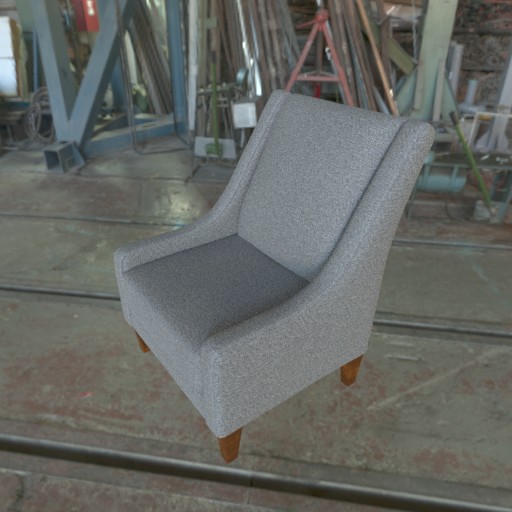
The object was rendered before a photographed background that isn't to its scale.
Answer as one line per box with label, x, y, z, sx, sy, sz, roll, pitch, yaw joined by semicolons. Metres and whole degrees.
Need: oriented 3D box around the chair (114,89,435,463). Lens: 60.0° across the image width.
chair;0.000;0.000;1.657;0.870;1.016;0.774;-20;36;-31
